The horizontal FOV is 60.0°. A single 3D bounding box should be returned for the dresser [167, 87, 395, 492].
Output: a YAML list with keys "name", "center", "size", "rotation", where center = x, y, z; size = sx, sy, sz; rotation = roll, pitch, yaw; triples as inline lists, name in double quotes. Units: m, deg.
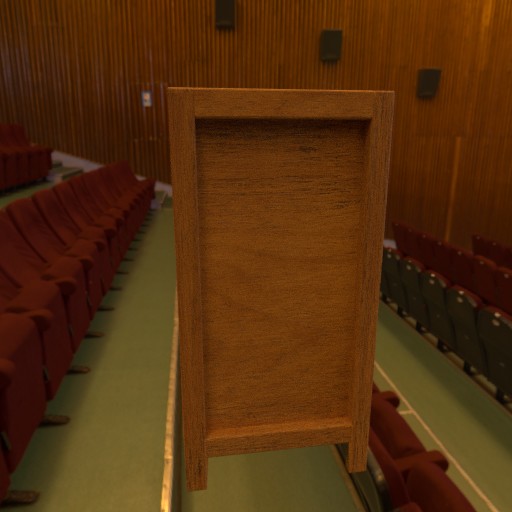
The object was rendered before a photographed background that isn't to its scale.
- name: "dresser"
  center: [0.000, 0.000, 1.245]
  size: [0.427, 0.804, 0.804]
  rotation: [-2, 15, -9]
